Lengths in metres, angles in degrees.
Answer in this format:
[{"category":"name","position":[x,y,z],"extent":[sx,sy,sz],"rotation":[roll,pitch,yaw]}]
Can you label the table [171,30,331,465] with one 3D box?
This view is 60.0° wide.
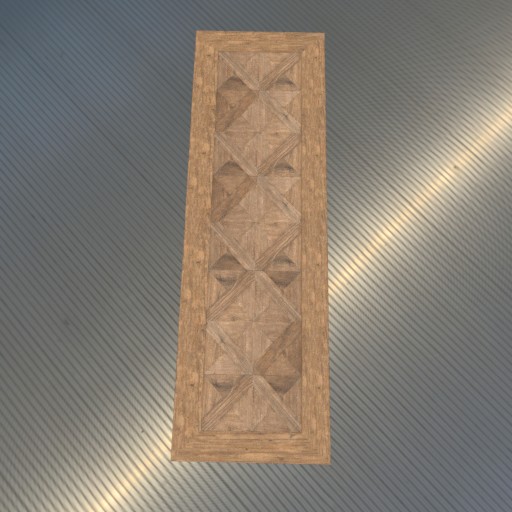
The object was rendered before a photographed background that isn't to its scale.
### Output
[{"category":"table","position":[0.000,0.000,1.850],"extent":[0.450,0.930,1.400],"rotation":[1,77,0]}]
